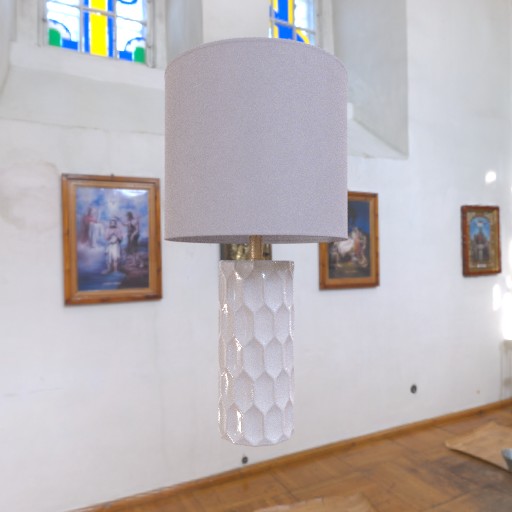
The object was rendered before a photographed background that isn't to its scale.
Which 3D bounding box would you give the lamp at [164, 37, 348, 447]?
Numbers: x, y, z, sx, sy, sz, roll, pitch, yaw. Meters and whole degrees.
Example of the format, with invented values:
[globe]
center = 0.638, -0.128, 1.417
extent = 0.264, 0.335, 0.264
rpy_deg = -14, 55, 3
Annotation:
[lamp]
center = 0.000, 0.000, 0.680
extent = 0.277, 0.537, 0.277
rpy_deg = 0, -1, 18
